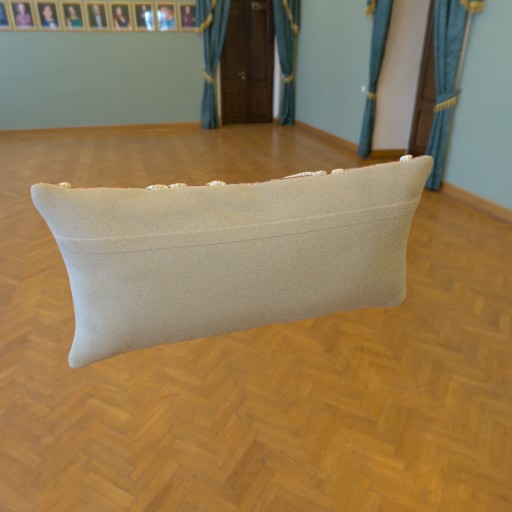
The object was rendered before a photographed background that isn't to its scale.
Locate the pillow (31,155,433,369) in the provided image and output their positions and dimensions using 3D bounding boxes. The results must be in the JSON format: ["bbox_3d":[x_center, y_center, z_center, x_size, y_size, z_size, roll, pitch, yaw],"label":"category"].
[{"bbox_3d":[0.000,0.000,0.711,0.608,0.295,0.161,-8,27,-16],"label":"pillow"}]
